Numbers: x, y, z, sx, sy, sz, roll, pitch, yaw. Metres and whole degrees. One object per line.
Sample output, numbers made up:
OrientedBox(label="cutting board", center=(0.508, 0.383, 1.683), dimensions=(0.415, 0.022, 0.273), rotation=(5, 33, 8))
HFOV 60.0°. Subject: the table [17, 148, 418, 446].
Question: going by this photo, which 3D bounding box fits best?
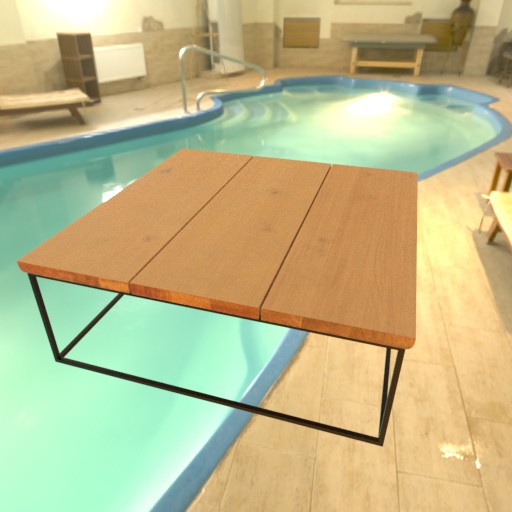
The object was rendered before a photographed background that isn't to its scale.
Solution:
OrientedBox(label="table", center=(0.000, 0.000, 1.688), dimensions=(1.100, 0.400, 1.100), rotation=(9, 32, 15))
